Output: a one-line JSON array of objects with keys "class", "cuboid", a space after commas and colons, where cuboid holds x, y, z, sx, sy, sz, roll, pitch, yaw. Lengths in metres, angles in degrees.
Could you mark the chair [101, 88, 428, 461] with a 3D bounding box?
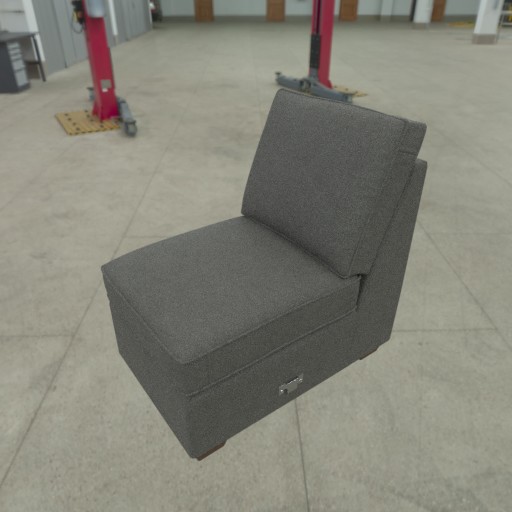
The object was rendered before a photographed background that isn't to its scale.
[{"class": "chair", "cuboid": [0.000, 0.000, 1.547, 0.938, 0.970, 0.621, -21, 37, -31]}]
